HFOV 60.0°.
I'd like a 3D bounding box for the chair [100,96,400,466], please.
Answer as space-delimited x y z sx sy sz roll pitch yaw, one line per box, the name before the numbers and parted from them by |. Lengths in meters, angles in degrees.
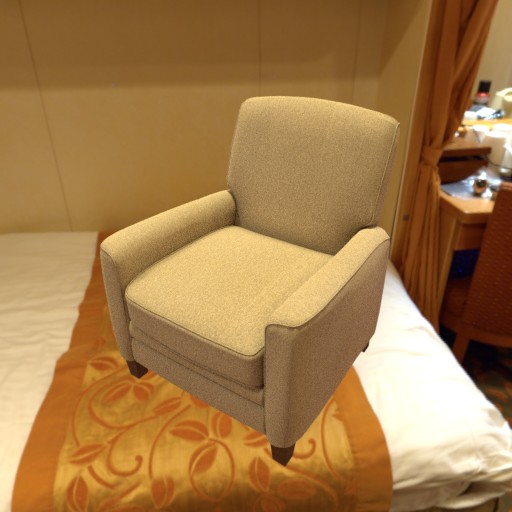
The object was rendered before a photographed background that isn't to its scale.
chair | 0.000 0.000 1.660 0.848 1.014 0.864 19 35 29
